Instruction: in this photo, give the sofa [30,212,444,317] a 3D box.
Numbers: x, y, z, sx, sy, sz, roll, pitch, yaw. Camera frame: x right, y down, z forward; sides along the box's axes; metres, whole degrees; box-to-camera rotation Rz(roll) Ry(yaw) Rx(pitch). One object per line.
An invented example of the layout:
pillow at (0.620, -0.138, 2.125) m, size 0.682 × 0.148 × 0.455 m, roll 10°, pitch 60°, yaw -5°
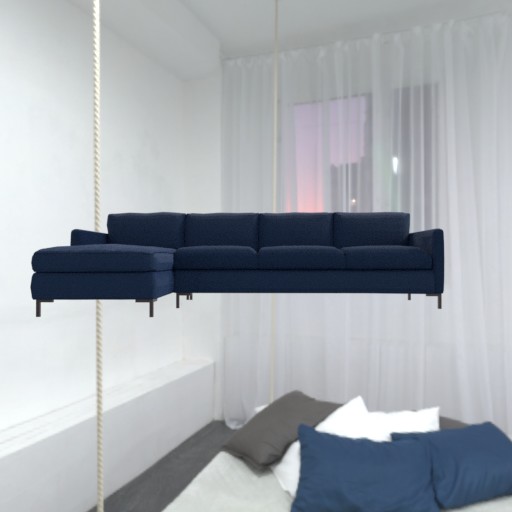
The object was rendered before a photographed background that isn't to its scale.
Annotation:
sofa at (0.000, 0.000, 2.934) m, size 2.450 × 0.679 × 1.128 m, roll 0°, pitch 0°, yaw 1°
